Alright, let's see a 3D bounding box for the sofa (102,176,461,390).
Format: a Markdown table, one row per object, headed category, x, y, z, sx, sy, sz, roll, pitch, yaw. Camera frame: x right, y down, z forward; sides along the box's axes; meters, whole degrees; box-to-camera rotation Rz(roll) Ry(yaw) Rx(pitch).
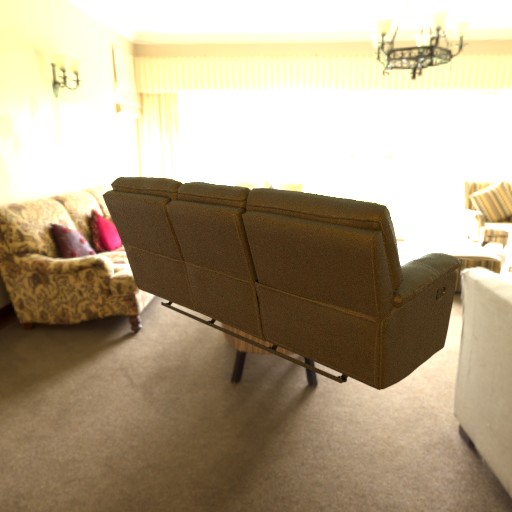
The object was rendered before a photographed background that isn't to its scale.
| category | x | y | z | sx | sy | sz | roll | pitch | yaw |
| --- | --- | --- | --- | --- | --- | --- | --- | --- | --- |
| sofa | 0.000 | 0.000 | 3.284 | 2.627 | 1.134 | 1.104 | 14 | 20 | 43 |
